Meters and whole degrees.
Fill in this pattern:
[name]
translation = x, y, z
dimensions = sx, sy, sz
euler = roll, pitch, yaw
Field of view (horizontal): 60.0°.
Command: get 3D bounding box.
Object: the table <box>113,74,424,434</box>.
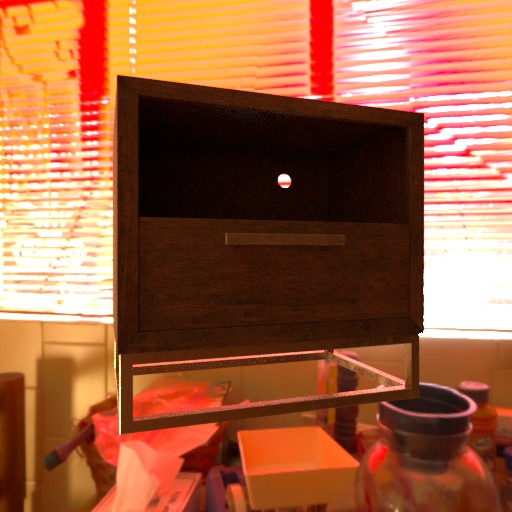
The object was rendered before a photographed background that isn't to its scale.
[table]
translation = 0.000, 0.000, 1.261
dimensions = 0.767, 0.746, 0.542
euler = 0, 0, -19
